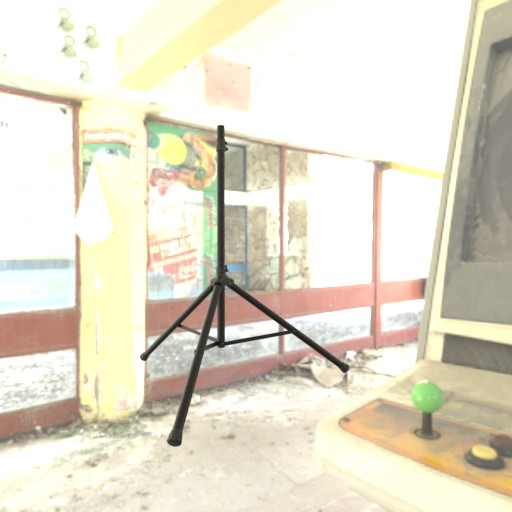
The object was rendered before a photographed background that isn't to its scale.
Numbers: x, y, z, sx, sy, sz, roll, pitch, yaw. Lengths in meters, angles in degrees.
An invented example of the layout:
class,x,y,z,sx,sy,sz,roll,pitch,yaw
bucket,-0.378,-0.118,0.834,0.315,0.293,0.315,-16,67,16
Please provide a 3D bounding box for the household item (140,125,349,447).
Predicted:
class,x,y,z,sx,sy,sz,roll,pitch,yaw
household item,0.000,0.000,2.786,1.339,1.595,1.596,0,1,-18
